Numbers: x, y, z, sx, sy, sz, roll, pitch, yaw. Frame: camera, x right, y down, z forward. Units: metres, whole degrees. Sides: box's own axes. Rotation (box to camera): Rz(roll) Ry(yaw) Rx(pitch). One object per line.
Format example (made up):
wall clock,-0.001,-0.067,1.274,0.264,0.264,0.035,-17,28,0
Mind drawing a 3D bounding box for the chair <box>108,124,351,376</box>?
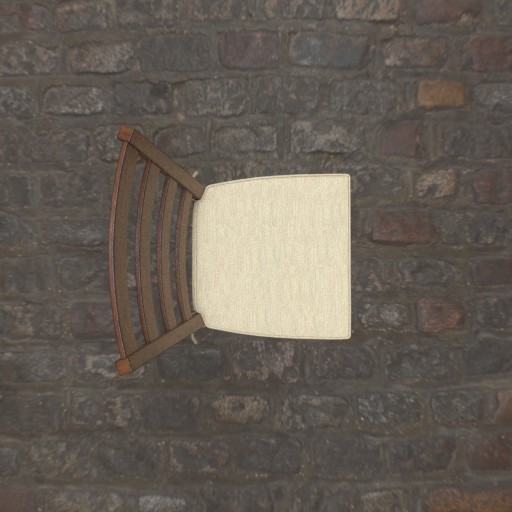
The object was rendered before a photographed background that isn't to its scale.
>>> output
chair,0.000,0.000,1.369,0.595,0.979,0.593,0,88,0
